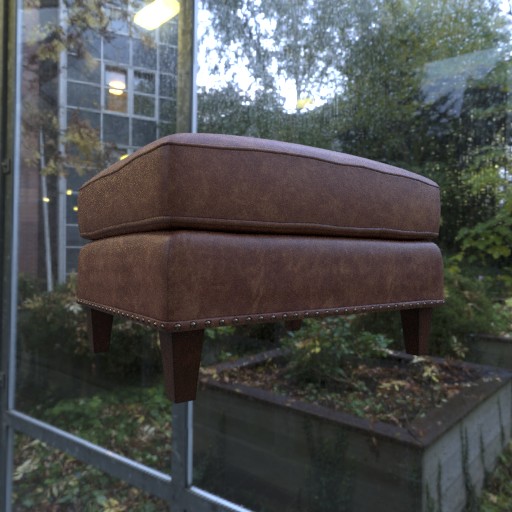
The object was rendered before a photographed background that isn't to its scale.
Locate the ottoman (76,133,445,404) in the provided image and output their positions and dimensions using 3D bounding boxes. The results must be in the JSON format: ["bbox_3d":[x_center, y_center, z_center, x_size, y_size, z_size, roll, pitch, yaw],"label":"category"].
[{"bbox_3d":[0.000,0.000,1.114,0.742,0.486,0.586,1,-1,-35],"label":"ottoman"}]
